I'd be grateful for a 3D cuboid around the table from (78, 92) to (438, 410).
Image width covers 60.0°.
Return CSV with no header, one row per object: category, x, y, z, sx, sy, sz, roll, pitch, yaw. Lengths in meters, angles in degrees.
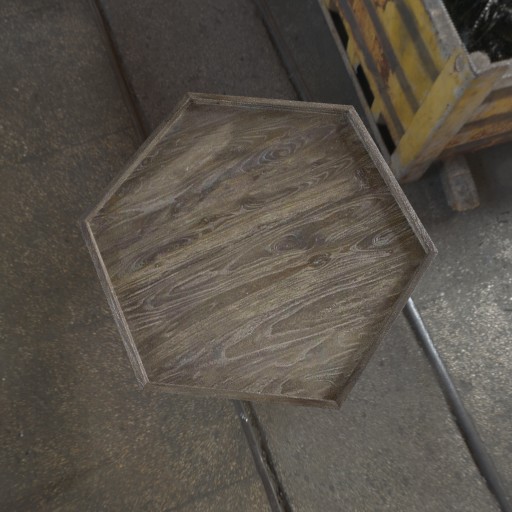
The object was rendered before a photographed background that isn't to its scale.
table,0.000,0.000,1.598,0.966,0.488,1.115,34,78,9
